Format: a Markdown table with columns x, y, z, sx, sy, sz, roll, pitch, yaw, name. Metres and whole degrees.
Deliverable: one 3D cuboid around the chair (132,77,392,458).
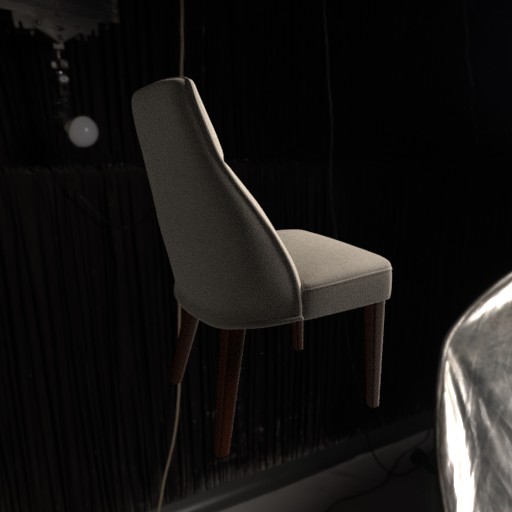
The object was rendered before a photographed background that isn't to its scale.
| x | y | z | sx | sy | sz | roll | pitch | yaw | name |
| --- | --- | --- | --- | --- | --- | --- | --- | --- | --- |
| 0.000 | 0.000 | 1.302 | 0.620 | 0.930 | 0.500 | -8 | 17 | -26 | chair |
